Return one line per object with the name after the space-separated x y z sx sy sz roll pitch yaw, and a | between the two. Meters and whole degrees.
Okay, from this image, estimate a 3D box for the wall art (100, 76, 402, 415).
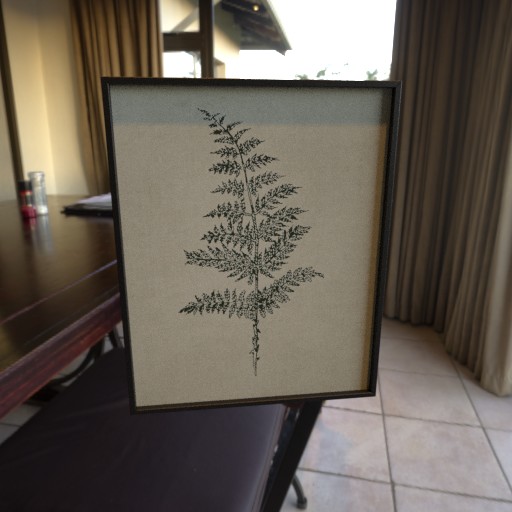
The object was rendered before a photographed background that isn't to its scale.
0.000 0.000 0.748 0.449 0.555 0.039 -2 16 -7 | wall art
